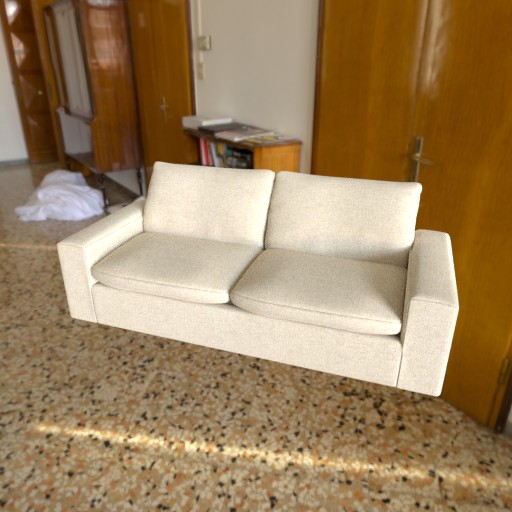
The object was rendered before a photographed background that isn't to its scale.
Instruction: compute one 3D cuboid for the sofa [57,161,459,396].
[{"bbox_3d":[0.000,0.000,2.811,2.299,0.922,1.040,8,25,18],"label":"sofa"}]
